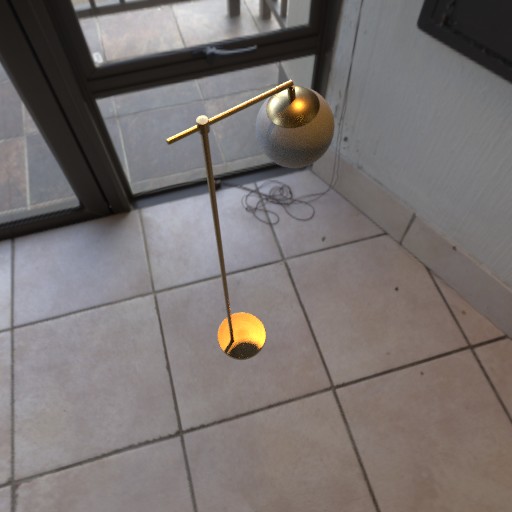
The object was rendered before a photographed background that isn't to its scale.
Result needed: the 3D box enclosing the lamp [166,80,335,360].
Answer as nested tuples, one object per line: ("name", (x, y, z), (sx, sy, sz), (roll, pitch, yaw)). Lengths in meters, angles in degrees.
("lamp", (0.000, 0.000, 1.685), (0.476, 1.505, 0.249), (-31, 65, -16))
